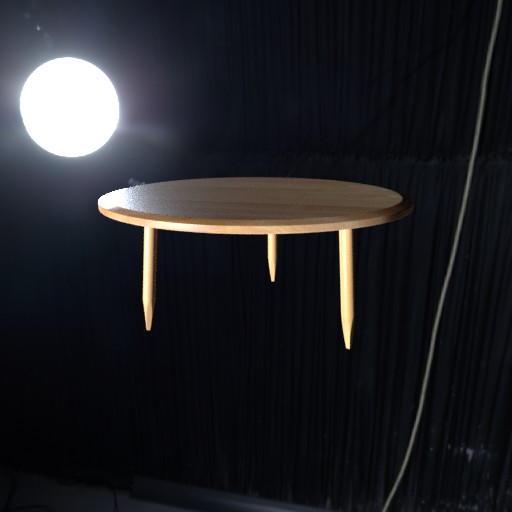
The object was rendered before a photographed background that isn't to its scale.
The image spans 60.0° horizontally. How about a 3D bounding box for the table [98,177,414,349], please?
[{"bbox_3d":[0.000,0.000,1.389,0.900,0.400,0.900,0,16,0],"label":"table"}]
